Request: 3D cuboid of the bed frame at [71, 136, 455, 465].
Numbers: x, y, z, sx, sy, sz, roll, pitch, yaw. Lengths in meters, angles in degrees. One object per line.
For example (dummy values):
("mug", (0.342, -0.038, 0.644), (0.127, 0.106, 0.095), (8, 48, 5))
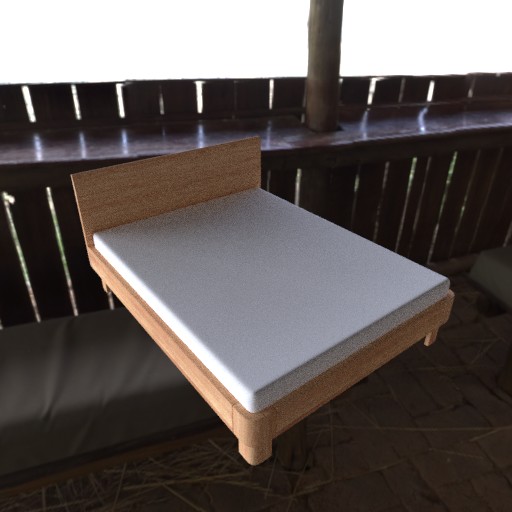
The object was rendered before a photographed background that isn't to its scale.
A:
("bed frame", (0.000, 0.000, 3.053), (1.660, 0.940, 2.092), (-21, 36, -32))
